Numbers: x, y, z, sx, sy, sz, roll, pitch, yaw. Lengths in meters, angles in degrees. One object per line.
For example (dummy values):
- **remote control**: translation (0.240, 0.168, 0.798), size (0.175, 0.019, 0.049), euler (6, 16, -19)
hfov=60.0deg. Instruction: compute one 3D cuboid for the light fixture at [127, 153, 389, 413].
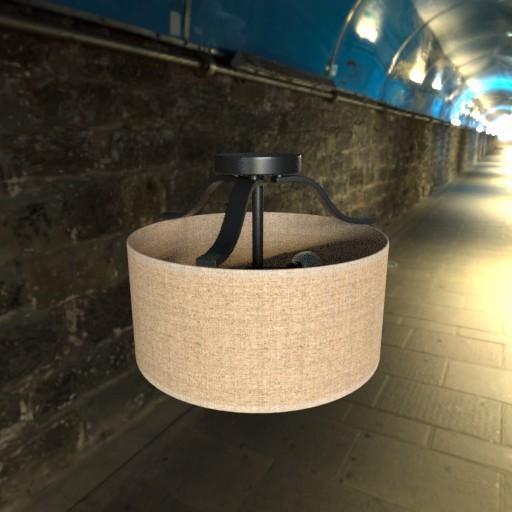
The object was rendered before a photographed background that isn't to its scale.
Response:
- **light fixture**: translation (0.000, 0.000, 0.683), size (0.390, 0.306, 0.390), euler (0, 15, 0)
